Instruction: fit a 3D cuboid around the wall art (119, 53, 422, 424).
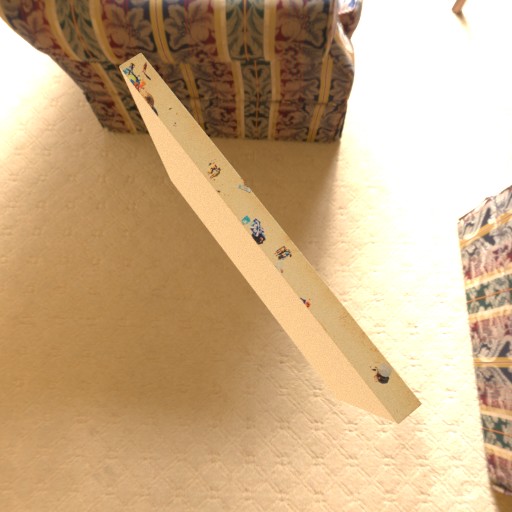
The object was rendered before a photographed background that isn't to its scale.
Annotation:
[{"bbox_3d":[0.000,0.000,0.780,0.039,0.406,0.609,-36,79,-8],"label":"wall art"}]
